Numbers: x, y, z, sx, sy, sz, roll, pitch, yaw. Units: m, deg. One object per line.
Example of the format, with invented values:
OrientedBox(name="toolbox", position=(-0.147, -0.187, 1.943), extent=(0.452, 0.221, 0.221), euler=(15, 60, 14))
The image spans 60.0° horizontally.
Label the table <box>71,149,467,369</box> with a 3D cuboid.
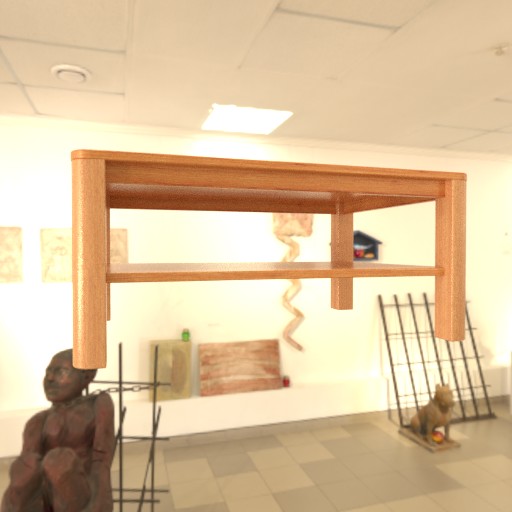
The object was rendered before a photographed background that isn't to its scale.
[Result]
OrientedBox(name="table", position=(0.000, 0.000, 1.363), extent=(0.997, 0.445, 0.696), euler=(0, 1, -17))
